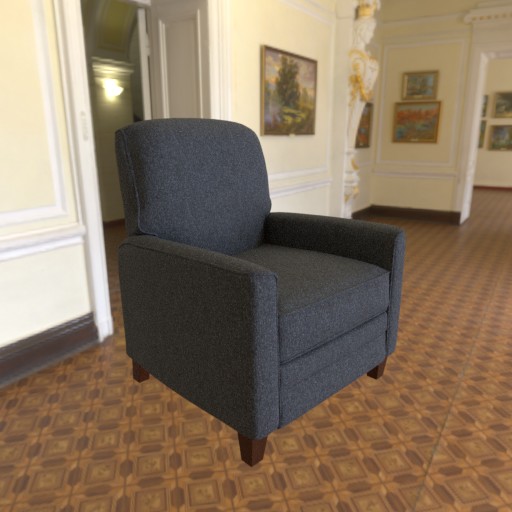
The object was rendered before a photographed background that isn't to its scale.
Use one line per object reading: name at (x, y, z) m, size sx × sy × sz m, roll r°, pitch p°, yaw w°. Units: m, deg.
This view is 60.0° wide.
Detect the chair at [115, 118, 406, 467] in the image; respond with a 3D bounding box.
chair at (0.000, 0.000, 1.679) m, size 0.839 × 1.016 × 0.850 m, roll -14°, pitch 21°, yaw -42°
